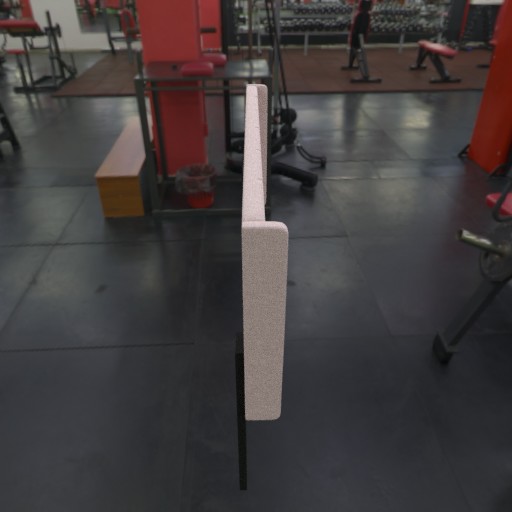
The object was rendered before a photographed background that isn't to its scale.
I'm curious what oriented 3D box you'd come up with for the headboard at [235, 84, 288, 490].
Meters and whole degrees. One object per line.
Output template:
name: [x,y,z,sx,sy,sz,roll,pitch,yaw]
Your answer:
headboard: [0.000,0.000,2.629,0.184,1.524,2.051,0,33,-1]
